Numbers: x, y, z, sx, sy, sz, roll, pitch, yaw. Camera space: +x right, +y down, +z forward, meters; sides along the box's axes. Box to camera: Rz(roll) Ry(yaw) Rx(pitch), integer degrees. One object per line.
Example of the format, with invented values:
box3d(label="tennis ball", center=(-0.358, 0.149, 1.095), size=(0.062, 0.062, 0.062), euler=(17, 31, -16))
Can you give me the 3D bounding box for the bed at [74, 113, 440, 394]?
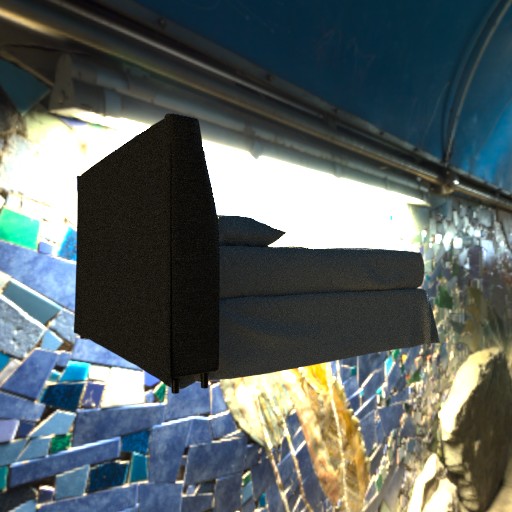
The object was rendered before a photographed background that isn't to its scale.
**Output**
box3d(label="bed", center=(0.000, 0.000, 3.449), size=(2.276, 1.332, 1.925), euler=(1, -1, -34))
